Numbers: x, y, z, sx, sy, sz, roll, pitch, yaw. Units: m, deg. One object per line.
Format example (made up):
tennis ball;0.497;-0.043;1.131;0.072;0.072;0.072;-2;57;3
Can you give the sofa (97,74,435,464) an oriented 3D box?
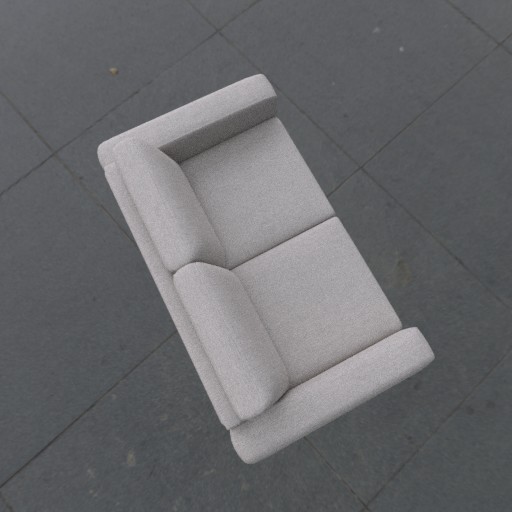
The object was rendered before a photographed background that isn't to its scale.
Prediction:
sofa;0.000;0.000;2.073;0.900;0.800;1.540;-27;77;-7
